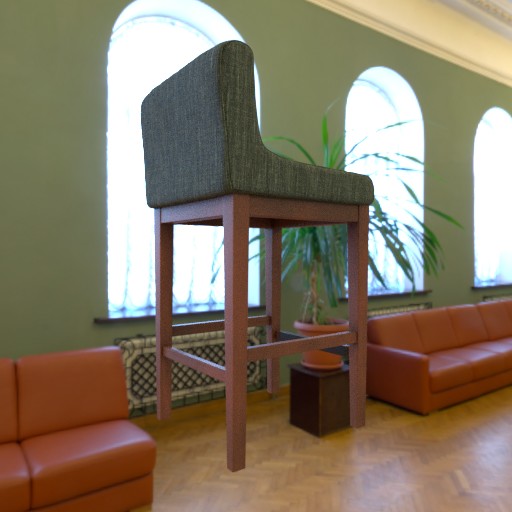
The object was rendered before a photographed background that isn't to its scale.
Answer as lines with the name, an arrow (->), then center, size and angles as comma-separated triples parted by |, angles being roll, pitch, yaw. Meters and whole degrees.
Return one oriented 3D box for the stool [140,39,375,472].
stool -> 0.000, 0.000, 1.106 | 0.459, 0.835, 0.395 | 0, 0, -37
